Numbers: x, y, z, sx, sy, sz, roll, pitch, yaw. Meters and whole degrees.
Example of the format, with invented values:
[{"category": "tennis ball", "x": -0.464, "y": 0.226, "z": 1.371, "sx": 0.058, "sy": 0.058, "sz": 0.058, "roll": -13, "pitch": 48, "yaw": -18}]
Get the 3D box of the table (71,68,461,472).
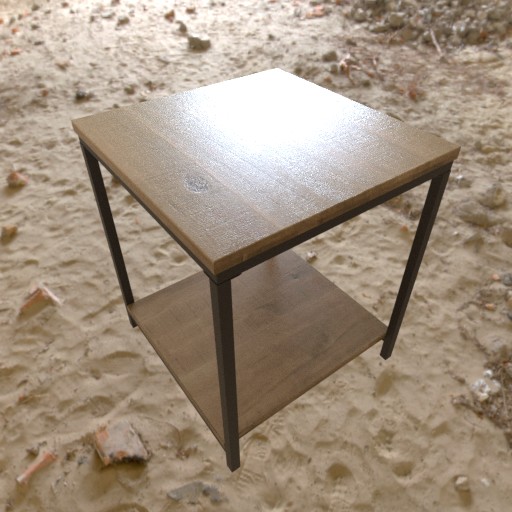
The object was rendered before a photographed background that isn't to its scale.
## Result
[{"category": "table", "x": 0.000, "y": 0.000, "z": 0.995, "sx": 0.503, "sy": 0.589, "sz": 0.507, "roll": -26, "pitch": 47, "yaw": -27}]
